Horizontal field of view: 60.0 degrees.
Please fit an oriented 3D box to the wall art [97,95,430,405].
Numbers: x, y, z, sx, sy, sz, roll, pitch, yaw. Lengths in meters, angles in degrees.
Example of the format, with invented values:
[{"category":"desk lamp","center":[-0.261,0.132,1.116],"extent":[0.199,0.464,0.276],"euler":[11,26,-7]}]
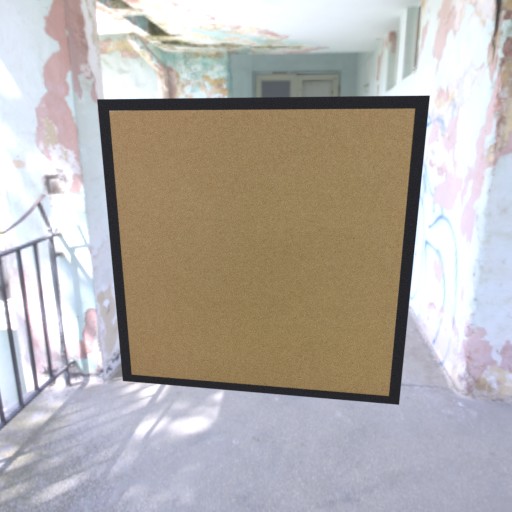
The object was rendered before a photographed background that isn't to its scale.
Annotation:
[{"category":"wall art","center":[0.000,0.000,0.754],"extent":[0.508,0.507,0.033],"euler":[2,16,8]}]
